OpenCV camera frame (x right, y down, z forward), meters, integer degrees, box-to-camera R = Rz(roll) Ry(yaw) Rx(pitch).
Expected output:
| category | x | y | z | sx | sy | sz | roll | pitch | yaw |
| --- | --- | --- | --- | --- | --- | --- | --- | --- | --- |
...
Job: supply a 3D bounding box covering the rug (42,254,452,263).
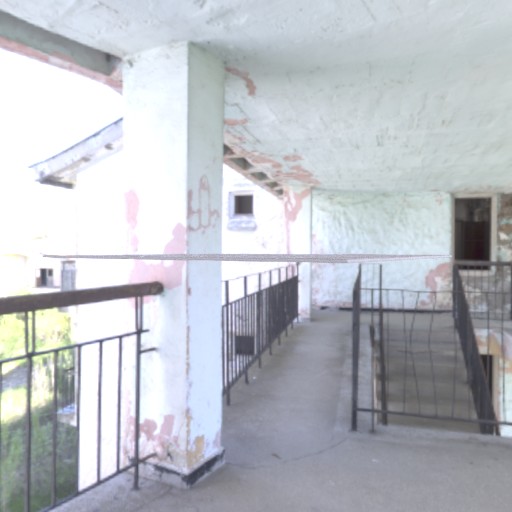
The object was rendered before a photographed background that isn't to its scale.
| category | x | y | z | sx | sy | sz | roll | pitch | yaw |
| --- | --- | --- | --- | --- | --- | --- | --- | --- | --- |
| rug | 0.000 | 0.000 | 0.906 | 0.639 | 0.006 | 0.548 | 1 | 1 | 35 |
